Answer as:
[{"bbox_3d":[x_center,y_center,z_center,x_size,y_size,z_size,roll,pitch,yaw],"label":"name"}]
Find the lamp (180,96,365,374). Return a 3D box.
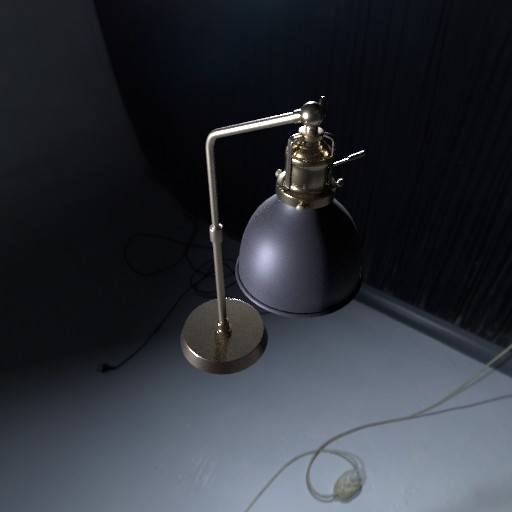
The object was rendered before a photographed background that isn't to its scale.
[{"bbox_3d":[0.000,0.000,0.597,0.291,0.456,0.160,25,48,25],"label":"lamp"}]
